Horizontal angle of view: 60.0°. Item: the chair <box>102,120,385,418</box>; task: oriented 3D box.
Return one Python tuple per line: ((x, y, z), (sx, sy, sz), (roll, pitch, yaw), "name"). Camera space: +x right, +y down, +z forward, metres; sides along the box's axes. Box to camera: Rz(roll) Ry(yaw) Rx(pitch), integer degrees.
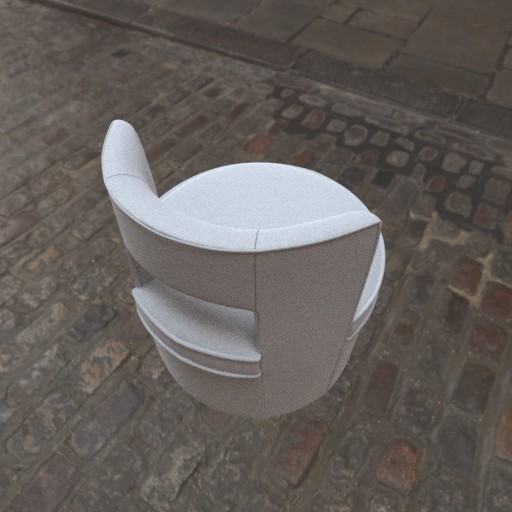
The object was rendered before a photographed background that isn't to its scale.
((0.000, 0.000, 1.170), (0.650, 0.723, 0.665), (24, 52, 20), "chair")
